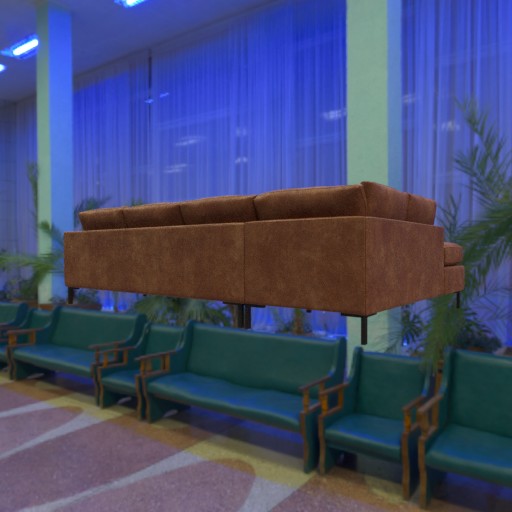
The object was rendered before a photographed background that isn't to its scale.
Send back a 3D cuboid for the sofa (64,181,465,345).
[{"bbox_3d":[0.000,0.000,3.902,2.984,0.877,1.938,1,1,38],"label":"sofa"}]
